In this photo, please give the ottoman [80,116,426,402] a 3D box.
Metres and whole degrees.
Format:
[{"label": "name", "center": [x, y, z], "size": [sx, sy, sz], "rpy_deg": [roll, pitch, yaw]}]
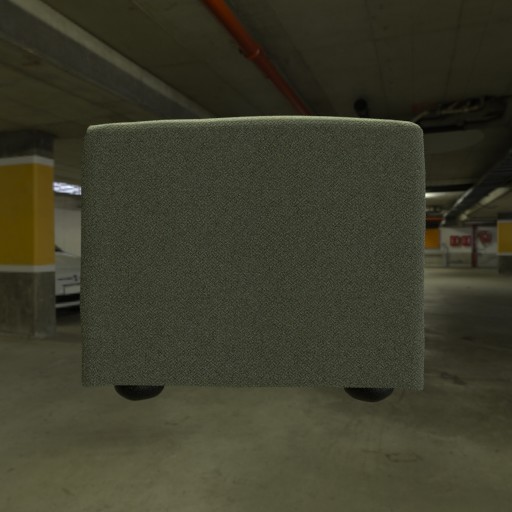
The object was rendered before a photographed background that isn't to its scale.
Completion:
[{"label": "ottoman", "center": [0.000, 0.000, 0.895], "size": [0.512, 0.453, 0.521], "rpy_deg": [0, 1, 2]}]
